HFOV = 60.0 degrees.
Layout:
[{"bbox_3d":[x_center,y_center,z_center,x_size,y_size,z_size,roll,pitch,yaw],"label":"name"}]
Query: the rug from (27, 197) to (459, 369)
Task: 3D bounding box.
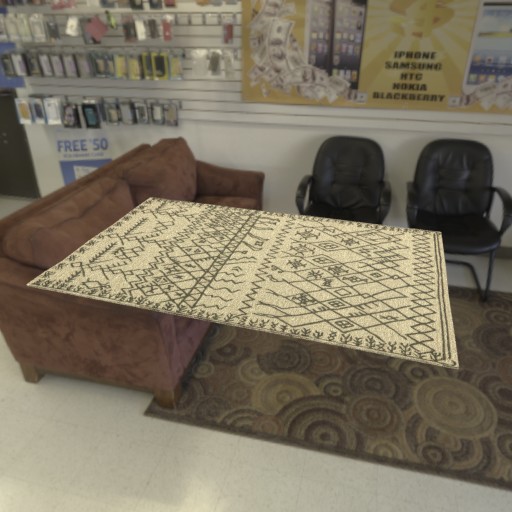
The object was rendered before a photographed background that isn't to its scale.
[{"bbox_3d":[0.000,0.000,3.013,2.444,0.012,1.530,8,30,15],"label":"rug"}]
